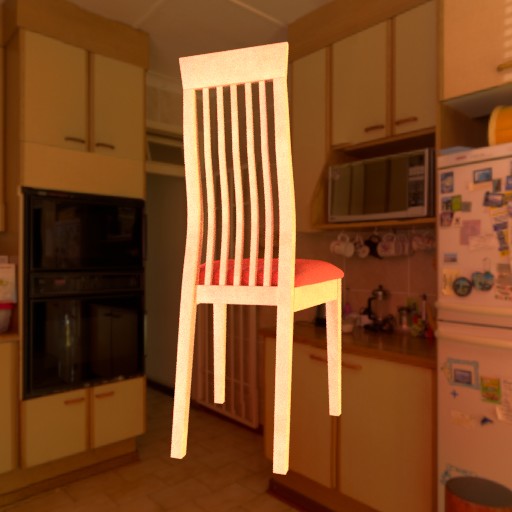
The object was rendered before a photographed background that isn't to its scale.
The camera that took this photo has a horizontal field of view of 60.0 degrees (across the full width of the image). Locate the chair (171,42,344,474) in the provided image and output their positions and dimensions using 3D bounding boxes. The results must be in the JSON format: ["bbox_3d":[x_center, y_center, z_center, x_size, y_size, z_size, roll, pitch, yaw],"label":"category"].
[{"bbox_3d":[0.000,0.000,1.299,0.460,1.027,0.474,0,0,18],"label":"chair"}]
